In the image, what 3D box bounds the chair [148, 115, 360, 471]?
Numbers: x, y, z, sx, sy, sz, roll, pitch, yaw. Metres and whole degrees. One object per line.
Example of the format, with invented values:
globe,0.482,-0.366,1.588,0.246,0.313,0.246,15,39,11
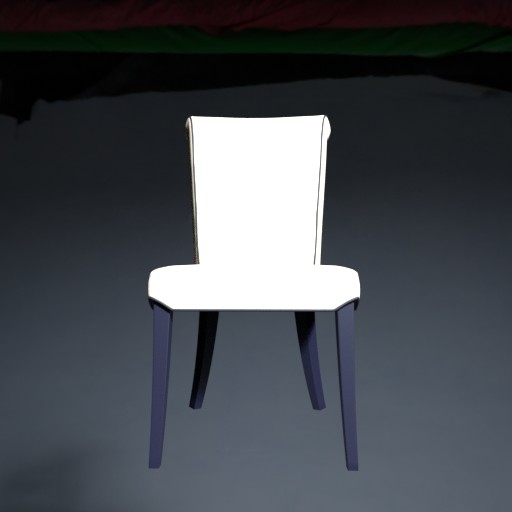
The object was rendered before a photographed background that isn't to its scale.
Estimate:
chair,0.000,0.000,1.336,0.522,0.997,0.623,0,-1,1
